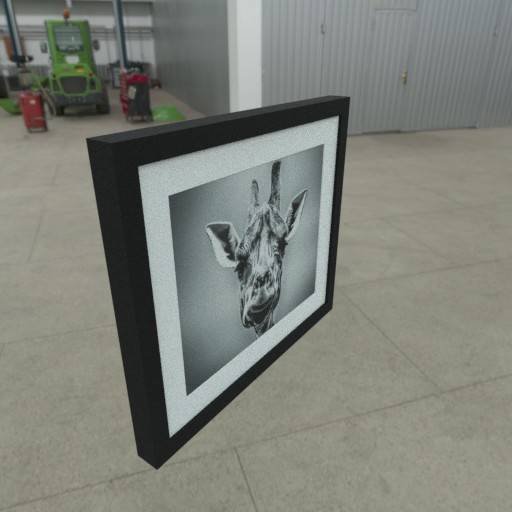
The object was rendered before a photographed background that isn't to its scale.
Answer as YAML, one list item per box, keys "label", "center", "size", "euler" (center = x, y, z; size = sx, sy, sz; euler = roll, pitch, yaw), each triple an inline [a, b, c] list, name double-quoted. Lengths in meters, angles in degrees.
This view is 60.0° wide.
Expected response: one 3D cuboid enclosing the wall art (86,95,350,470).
- label: "wall art"
  center: [0.000, 0.000, 0.528]
  size: [0.031, 0.330, 0.381]
  euler: [18, 31, 32]
